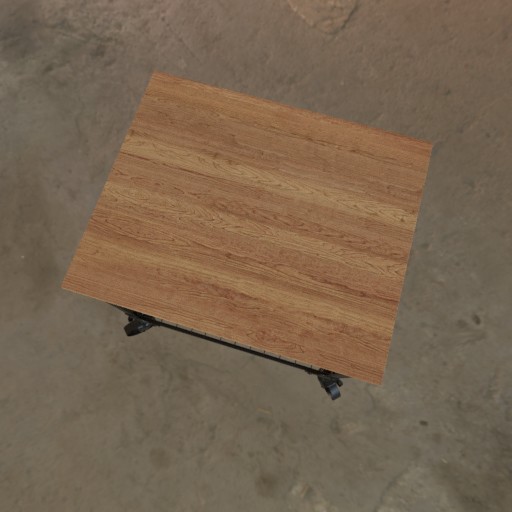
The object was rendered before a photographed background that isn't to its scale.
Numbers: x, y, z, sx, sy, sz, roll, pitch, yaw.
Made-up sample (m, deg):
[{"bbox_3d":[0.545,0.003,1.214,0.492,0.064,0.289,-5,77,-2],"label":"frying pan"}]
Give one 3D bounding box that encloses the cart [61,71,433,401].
[{"bbox_3d":[0.000,0.000,1.126,0.666,0.603,0.558,16,75,5],"label":"cart"}]
